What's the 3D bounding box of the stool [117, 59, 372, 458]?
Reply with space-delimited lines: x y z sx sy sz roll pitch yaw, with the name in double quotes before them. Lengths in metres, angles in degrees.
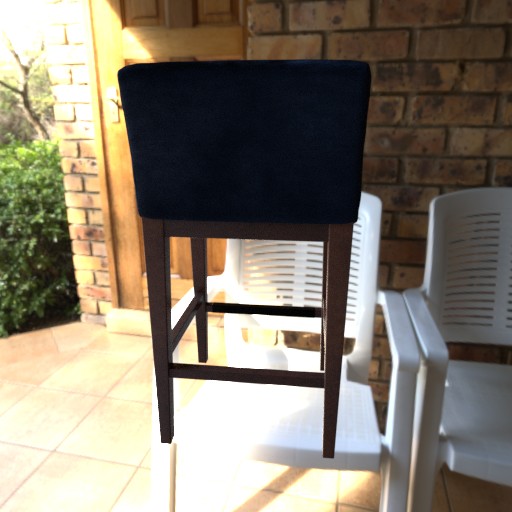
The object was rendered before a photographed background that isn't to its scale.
"stool" 0.000 0.000 1.218 0.511 0.945 0.516 2 17 7
